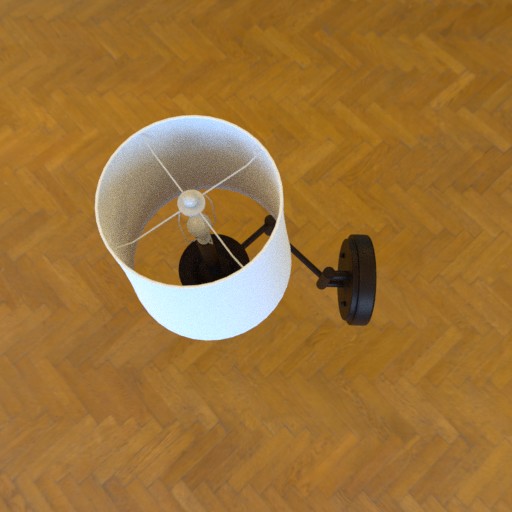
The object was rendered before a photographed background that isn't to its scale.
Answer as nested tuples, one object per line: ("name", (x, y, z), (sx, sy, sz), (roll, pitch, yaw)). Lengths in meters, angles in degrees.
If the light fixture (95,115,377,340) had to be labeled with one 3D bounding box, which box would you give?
("light fixture", (0.000, 0.000, 0.268), (0.157, 0.172, 0.100), (2, 74, 1))
